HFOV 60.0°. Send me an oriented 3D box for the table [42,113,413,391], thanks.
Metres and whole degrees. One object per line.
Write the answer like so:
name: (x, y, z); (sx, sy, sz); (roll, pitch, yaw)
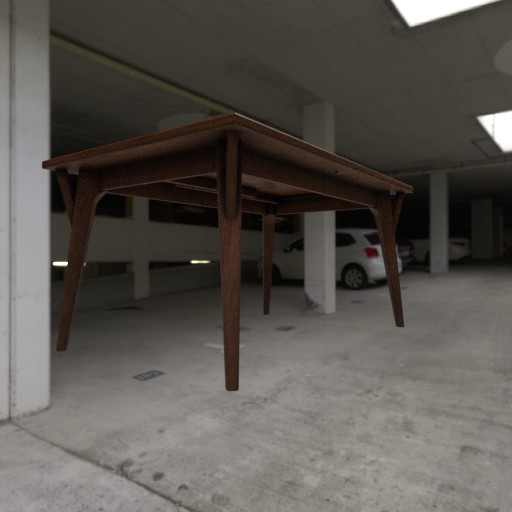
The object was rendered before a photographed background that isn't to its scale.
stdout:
table: (0.000, 0.000, 2.078); (0.990, 0.761, 1.524); (0, 0, 36)
